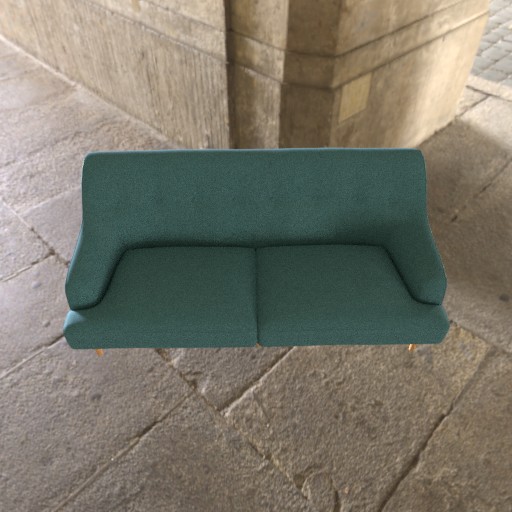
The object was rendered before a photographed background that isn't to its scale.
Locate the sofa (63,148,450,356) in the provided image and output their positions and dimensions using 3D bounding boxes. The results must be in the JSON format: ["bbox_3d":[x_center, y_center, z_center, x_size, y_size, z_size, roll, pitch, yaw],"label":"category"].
[{"bbox_3d":[0.000,0.000,2.587,2.057,0.871,0.978,-1,46,-1],"label":"sofa"}]
